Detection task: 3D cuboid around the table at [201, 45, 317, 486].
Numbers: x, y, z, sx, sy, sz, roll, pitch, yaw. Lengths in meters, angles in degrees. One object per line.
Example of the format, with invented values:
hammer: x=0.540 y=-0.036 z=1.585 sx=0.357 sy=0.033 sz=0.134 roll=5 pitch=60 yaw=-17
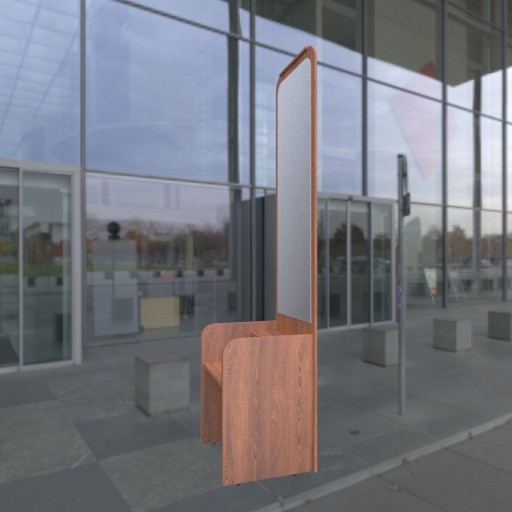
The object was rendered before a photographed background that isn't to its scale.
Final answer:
table: x=0.000 y=0.000 z=2.015 sx=0.420 sy=1.830 sz=0.450 roll=0 pitch=0 yaw=-19
